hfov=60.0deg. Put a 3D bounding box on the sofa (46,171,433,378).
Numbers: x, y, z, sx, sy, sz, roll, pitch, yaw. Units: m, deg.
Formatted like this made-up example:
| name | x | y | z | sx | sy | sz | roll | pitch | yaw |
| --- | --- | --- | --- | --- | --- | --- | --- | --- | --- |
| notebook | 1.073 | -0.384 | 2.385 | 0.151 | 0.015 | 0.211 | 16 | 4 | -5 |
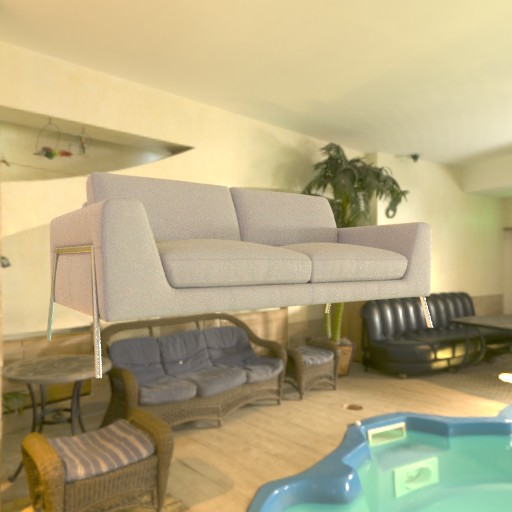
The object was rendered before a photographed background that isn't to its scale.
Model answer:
| name | x | y | z | sx | sy | sz | roll | pitch | yaw |
| --- | --- | --- | --- | --- | --- | --- | --- | --- | --- |
| sofa | 0.000 | 0.000 | 2.515 | 2.017 | 0.875 | 0.953 | 0 | -1 | -35 |
